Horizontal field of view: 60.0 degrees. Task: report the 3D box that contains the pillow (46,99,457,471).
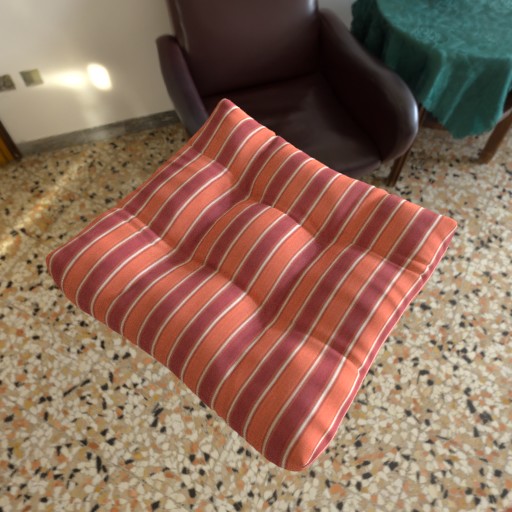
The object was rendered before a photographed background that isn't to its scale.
[{"bbox_3d":[0.000,0.000,0.719,0.490,0.133,0.468,32,64,18],"label":"pillow"}]
